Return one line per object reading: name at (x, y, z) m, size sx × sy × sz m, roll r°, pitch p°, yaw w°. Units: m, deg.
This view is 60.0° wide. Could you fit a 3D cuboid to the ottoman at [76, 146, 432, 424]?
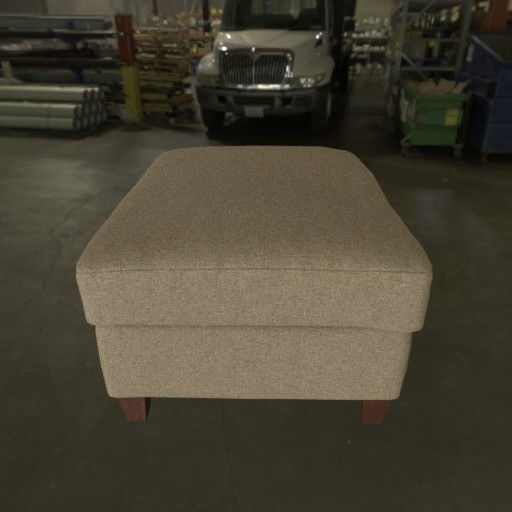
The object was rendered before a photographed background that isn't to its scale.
ottoman at (0.000, 0.000, 1.288) m, size 0.692 × 0.511 × 0.889 m, roll 0°, pitch 27°, yaw 1°
